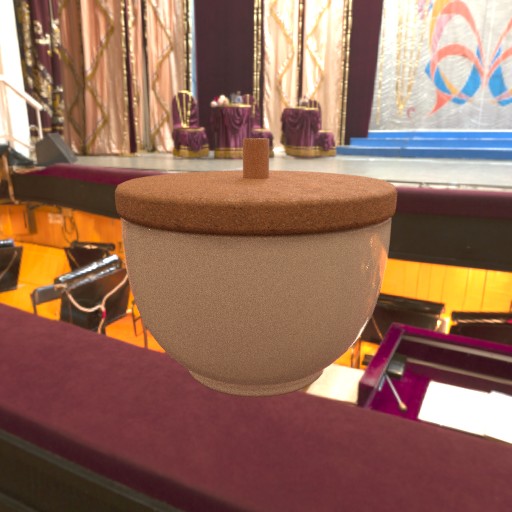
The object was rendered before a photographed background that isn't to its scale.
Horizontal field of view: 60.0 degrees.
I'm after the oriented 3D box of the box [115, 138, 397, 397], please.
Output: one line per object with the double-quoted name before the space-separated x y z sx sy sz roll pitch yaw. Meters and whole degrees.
"box" 0.000 0.000 0.183 0.107 0.094 0.107 0 15 0
